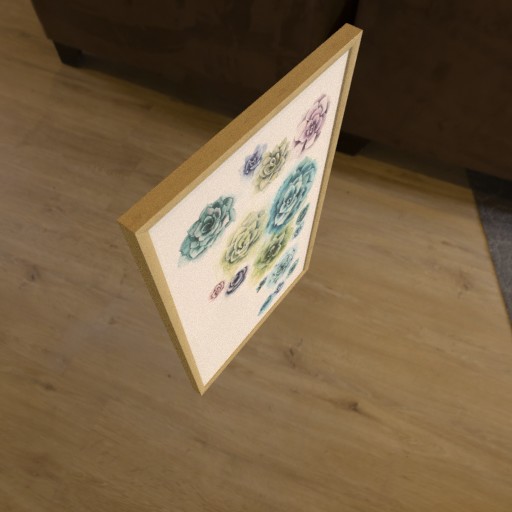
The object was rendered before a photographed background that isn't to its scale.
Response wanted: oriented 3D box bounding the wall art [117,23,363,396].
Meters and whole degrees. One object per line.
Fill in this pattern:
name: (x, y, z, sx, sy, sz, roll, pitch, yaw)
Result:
wall art: (0.000, 0.000, 0.974, 0.039, 0.810, 0.510, 34, 65, 19)
